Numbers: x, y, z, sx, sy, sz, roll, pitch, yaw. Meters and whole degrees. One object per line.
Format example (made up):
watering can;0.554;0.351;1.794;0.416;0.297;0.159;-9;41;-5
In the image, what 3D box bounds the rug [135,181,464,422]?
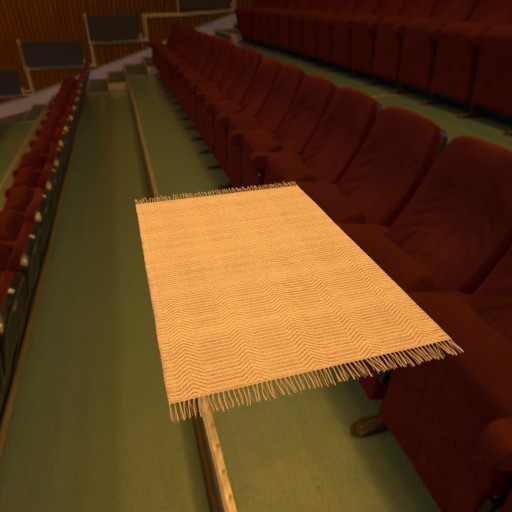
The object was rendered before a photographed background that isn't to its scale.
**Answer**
rug;0.000;0.000;2.523;1.224;0.027;2.021;-9;32;-14
